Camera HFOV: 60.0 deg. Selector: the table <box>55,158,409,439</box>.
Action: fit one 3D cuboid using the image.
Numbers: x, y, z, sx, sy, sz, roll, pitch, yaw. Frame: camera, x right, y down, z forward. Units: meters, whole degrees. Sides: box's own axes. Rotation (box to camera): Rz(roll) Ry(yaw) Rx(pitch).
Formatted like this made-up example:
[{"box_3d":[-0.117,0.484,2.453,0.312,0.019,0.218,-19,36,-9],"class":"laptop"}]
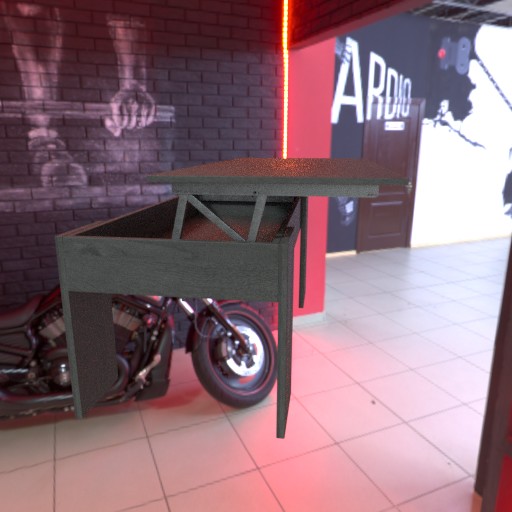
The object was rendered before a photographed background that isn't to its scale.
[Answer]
[{"box_3d":[0.000,0.000,1.397,0.711,0.570,1.000,2,15,9],"class":"table"}]
